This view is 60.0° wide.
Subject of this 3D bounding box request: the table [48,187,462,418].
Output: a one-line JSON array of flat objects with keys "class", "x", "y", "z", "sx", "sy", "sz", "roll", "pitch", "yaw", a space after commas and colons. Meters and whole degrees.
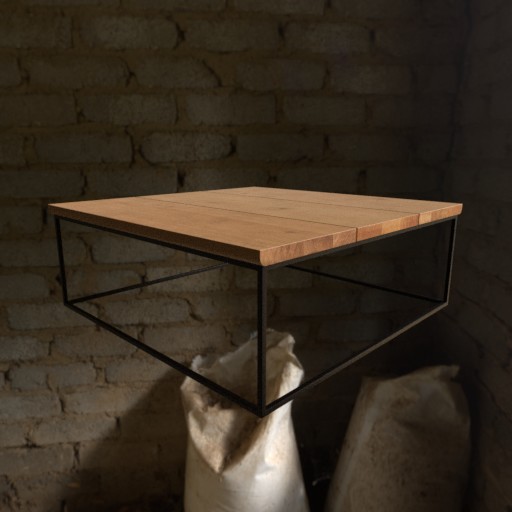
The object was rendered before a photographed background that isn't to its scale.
[{"class": "table", "x": 0.000, "y": 0.000, "z": 1.709, "sx": 1.100, "sy": 0.400, "sz": 1.100, "roll": 13, "pitch": 19, "yaw": 43}]
